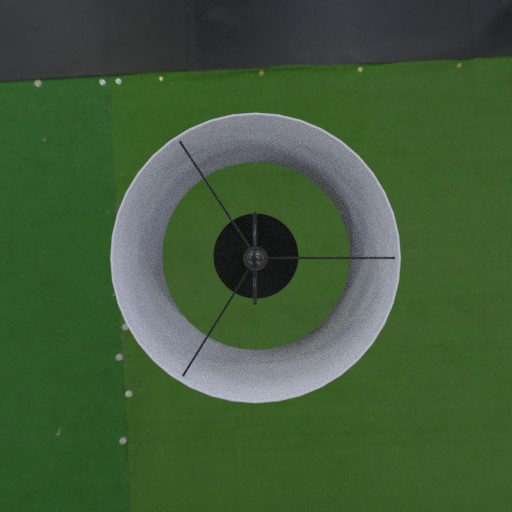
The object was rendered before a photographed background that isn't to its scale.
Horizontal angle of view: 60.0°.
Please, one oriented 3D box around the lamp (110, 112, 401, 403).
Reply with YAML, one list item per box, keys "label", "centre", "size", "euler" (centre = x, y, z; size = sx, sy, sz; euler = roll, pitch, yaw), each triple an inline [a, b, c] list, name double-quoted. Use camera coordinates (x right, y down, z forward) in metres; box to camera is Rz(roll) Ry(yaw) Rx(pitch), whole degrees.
- label: "lamp"
  centre: [0.000, 0.000, 0.730]
  size: [0.304, 0.573, 0.304]
  euler: [0, 91, 0]
